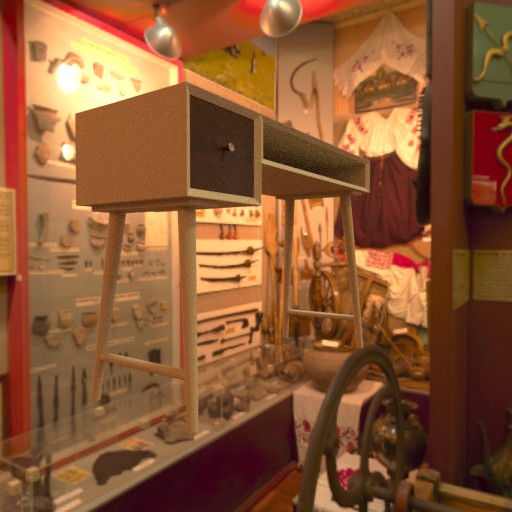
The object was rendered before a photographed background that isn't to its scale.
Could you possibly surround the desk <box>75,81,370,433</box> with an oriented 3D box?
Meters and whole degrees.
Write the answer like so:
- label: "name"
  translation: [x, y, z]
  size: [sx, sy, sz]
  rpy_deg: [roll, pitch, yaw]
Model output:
- label: "desk"
  translation: [0.000, 0.000, 1.490]
  size: [0.409, 0.761, 1.069]
  rpy_deg: [1, 2, 35]
